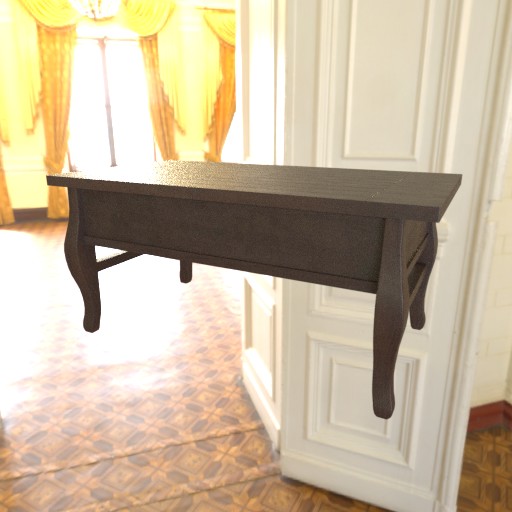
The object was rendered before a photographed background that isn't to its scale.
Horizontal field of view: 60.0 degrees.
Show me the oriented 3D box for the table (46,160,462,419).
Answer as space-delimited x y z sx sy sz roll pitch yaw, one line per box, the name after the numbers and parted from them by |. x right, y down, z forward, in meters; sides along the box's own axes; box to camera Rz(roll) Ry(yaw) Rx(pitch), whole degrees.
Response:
0.000 0.000 1.360 1.062 0.494 0.600 9 19 26 | table
